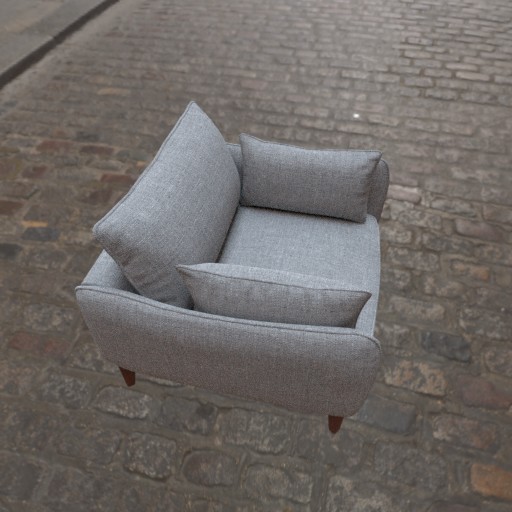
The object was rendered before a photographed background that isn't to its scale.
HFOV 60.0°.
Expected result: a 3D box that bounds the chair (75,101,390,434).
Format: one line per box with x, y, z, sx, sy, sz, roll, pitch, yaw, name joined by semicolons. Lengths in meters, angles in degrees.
0.000;0.000;1.736;0.976;0.839;0.993;10;48;9;chair
